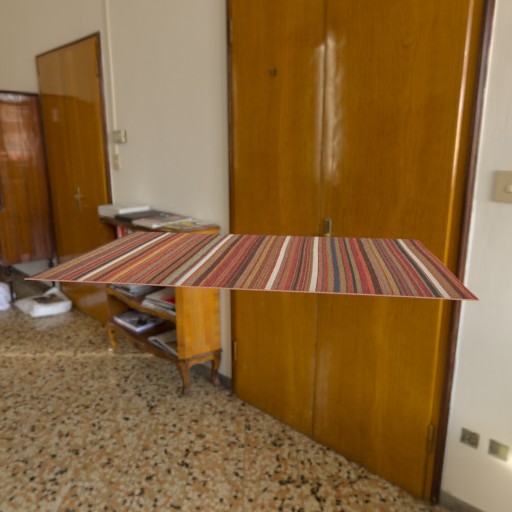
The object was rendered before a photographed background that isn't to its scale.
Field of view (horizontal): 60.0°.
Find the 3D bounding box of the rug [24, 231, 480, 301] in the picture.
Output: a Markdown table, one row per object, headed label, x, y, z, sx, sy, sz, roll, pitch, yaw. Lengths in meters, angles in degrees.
| label | x | y | z | sx | sy | sz | roll | pitch | yaw |
| --- | --- | --- | --- | --- | --- | --- | --- | --- | --- |
| rug | 0.000 | 0.000 | 3.060 | 2.438 | 0.008 | 1.523 | 2 | 13 | 9 |
